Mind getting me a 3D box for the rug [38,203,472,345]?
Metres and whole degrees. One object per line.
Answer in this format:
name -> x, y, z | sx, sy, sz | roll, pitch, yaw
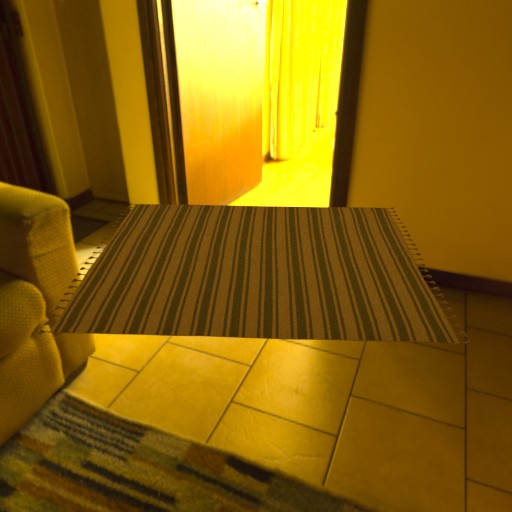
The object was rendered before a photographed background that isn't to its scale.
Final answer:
rug -> 0.000, 0.000, 4.270 | 3.201, 0.005, 2.439 | 1, 30, 2
